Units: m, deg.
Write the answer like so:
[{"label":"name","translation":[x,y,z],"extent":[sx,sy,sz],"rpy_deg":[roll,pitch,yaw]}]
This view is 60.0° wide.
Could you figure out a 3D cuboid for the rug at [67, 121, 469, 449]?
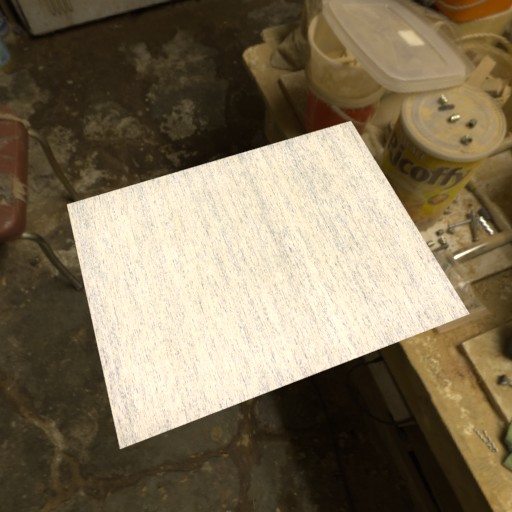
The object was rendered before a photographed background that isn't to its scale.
[{"label":"rug","translation":[0.000,0.000,4.253],"extent":[3.197,0.006,2.438],"rpy_deg":[-18,65,-9]}]
